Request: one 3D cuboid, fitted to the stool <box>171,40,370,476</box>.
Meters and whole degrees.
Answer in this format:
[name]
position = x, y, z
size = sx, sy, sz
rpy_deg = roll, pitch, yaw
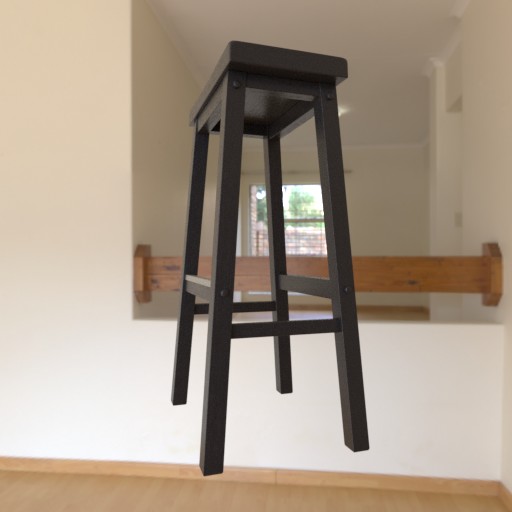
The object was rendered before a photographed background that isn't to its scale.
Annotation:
[stool]
position = 0.000, 0.000, 0.987
size = 0.322, 0.742, 0.406
rpy_deg = 0, 0, -18
